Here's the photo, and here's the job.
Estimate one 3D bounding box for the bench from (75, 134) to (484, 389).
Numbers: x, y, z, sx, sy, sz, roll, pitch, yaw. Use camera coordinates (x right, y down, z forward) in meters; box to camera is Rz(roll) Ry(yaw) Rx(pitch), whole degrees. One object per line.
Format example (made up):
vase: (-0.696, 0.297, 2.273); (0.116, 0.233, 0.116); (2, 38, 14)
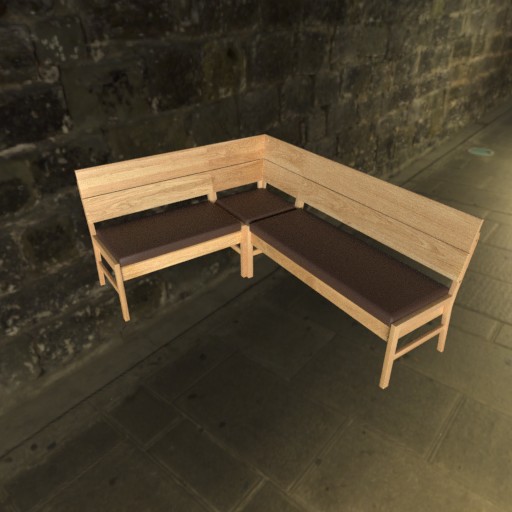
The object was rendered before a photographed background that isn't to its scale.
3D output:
bench: (0.000, 0.000, 2.833); (1.549, 0.890, 1.975); (-20, 36, -30)
